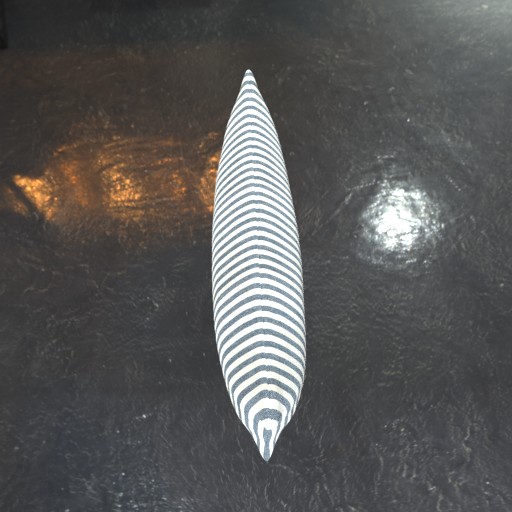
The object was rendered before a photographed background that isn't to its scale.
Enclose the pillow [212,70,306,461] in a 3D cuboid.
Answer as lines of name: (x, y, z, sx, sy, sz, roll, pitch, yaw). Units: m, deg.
pillow: (0.000, 0.000, 0.759, 0.151, 0.295, 0.617, -2, 58, -1)
